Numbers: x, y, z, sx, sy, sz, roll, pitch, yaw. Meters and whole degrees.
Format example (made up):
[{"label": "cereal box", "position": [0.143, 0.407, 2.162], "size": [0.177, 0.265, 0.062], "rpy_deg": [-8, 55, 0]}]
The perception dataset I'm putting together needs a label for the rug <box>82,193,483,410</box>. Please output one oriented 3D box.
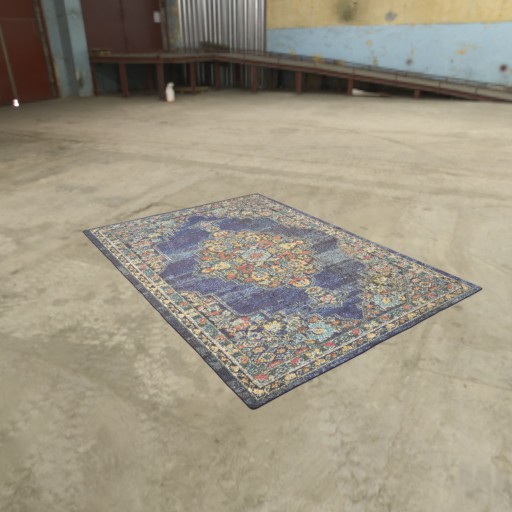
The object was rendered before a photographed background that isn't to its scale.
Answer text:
[{"label": "rug", "position": [0.000, 0.000, 2.935], "size": [1.630, 0.009, 2.232], "rpy_deg": [-17, 30, -32]}]
